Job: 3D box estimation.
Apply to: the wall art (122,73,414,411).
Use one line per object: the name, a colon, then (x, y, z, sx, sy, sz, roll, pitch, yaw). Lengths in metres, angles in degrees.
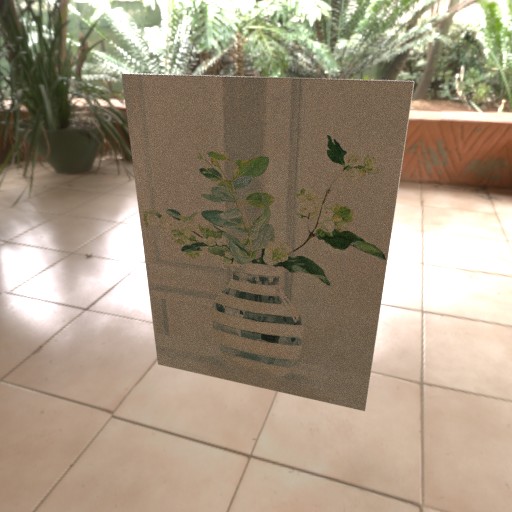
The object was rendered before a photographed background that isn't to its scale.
wall art: (0.000, 0.000, 1.615, 0.914, 1.212, 0.038, 8, 28, 16)
